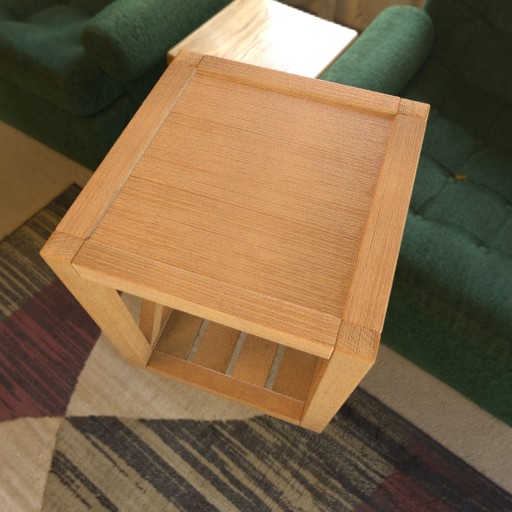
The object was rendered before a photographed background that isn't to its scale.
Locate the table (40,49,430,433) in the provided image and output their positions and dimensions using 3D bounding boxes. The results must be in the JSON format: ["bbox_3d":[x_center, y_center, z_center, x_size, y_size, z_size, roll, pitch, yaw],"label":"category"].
[{"bbox_3d":[0.000,0.000,1.060,0.558,0.610,0.559,17,61,10],"label":"table"}]
